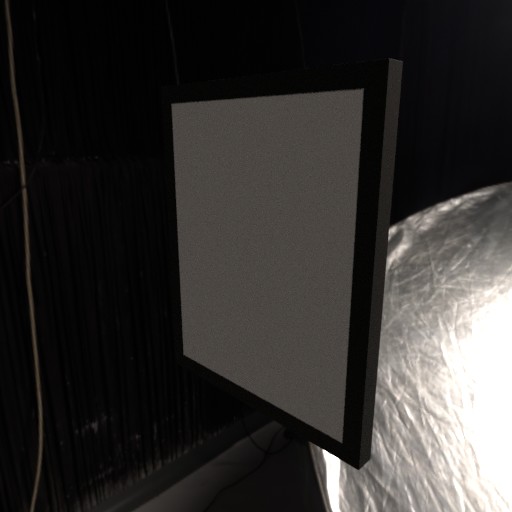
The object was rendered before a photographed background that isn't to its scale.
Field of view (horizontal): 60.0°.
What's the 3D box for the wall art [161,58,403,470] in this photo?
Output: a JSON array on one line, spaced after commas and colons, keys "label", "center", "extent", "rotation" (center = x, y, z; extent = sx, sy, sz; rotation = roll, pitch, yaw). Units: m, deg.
[{"label": "wall art", "center": [0.000, 0.000, 0.536], "extent": [0.329, 0.404, 0.024], "rotation": [15, 21, 43]}]
